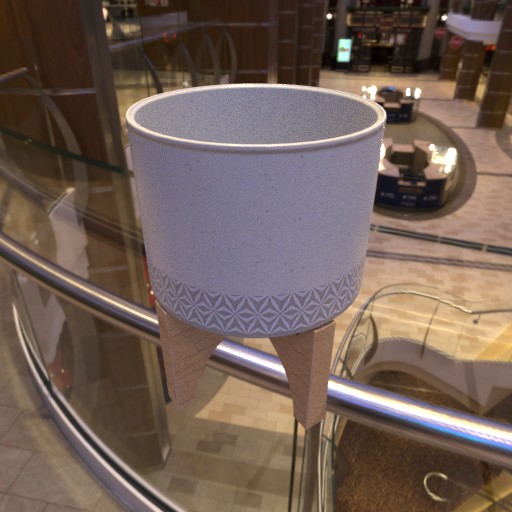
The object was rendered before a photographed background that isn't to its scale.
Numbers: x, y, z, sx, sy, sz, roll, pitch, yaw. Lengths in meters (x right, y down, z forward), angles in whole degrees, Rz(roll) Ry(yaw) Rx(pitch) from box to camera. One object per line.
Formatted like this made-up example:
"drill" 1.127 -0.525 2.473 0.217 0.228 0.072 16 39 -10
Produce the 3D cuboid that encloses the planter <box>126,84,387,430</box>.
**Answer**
"planter" 0.000 0.000 0.272 0.130 0.178 0.130 0 31 0
